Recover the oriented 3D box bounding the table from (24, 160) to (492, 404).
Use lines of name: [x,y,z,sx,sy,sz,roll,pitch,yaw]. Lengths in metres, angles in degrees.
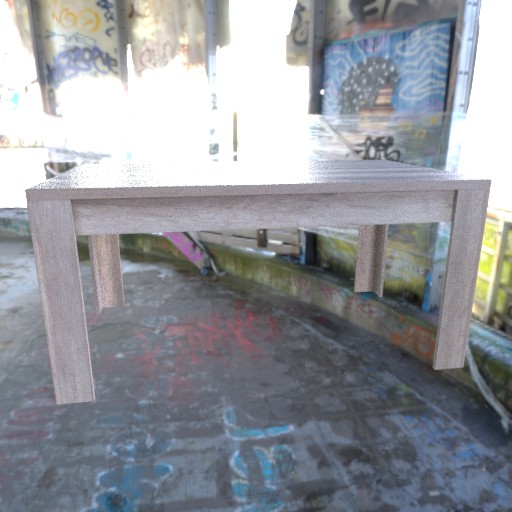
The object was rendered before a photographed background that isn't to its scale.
table: [0.000,0.000,2.033,1.600,0.775,0.900,-3,17,-9]
